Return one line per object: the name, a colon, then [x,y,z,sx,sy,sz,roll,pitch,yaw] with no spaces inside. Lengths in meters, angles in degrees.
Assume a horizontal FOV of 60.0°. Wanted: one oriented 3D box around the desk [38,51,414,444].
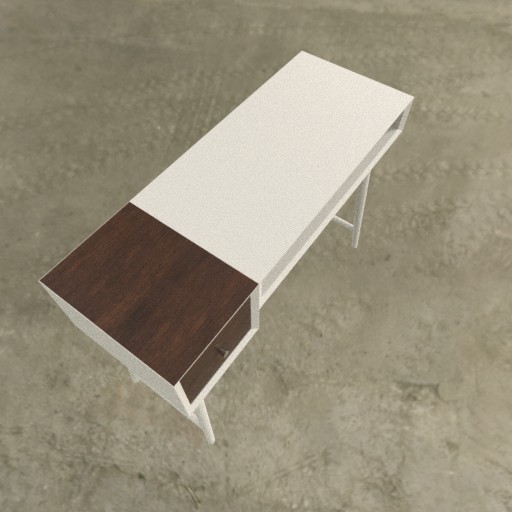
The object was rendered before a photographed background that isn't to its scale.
desk: [0.000,0.000,1.466,0.409,0.761,1.069,31,62,19]
